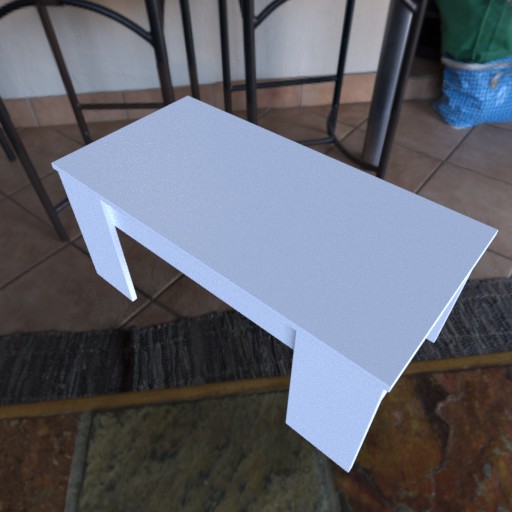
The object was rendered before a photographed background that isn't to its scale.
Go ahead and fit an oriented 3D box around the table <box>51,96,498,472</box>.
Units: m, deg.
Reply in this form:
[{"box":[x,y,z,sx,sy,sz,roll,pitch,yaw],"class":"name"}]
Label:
[{"box":[0.000,0.000,1.241,1.000,0.440,0.500,31,54,27],"class":"table"}]
